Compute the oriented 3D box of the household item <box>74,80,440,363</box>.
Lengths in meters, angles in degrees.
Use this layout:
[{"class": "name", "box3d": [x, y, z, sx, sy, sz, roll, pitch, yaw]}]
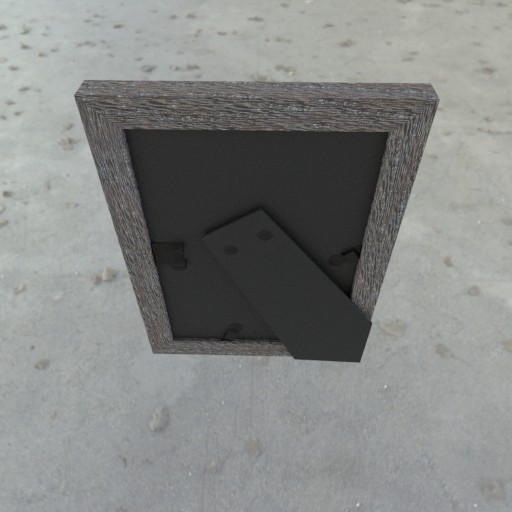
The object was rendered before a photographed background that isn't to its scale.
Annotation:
[{"class": "household item", "box3d": [0.000, 0.000, 0.273, 0.160, 0.210, 0.020, 1, 46, 1]}]
